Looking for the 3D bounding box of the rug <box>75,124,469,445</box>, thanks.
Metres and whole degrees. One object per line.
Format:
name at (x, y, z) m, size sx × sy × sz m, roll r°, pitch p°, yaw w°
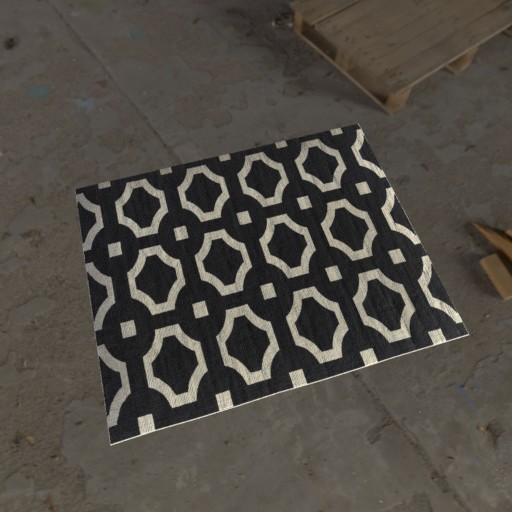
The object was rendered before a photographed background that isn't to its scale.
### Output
rug at (0.000, 0.000, 4.098) m, size 3.049 × 0.021 × 2.466 m, roll -15°, pitch 64°, yaw -7°
